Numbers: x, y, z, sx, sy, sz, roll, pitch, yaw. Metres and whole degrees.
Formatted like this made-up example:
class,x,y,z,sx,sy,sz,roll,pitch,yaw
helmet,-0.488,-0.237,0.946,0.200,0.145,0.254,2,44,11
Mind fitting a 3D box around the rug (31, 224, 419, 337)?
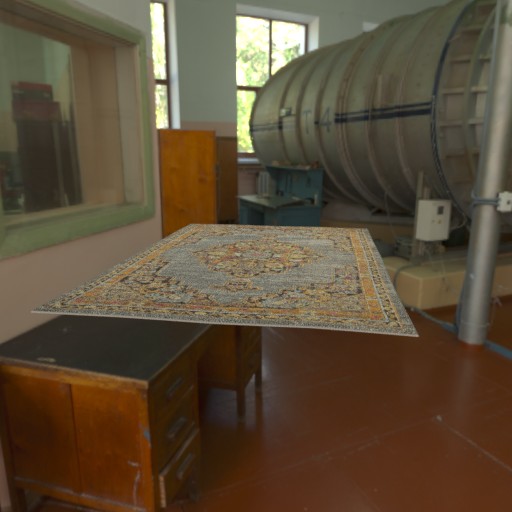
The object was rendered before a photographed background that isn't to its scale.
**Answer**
class,x,y,z,sx,sy,sz,roll,pitch,yaw
rug,0.000,0.000,3.866,2.158,0.024,3.063,2,14,9
